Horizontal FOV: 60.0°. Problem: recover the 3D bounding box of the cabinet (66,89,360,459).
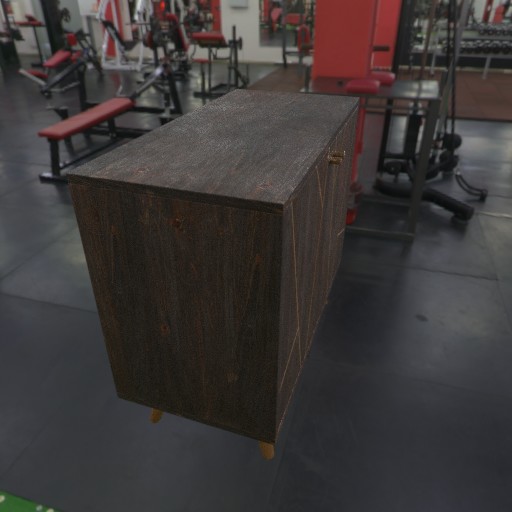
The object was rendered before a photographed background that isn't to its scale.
[{"bbox_3d":[0.000,0.000,1.539,0.529,0.897,1.023,10,32,16],"label":"cabinet"}]
